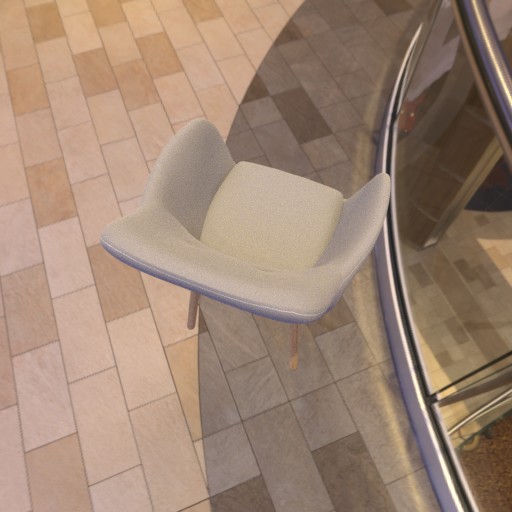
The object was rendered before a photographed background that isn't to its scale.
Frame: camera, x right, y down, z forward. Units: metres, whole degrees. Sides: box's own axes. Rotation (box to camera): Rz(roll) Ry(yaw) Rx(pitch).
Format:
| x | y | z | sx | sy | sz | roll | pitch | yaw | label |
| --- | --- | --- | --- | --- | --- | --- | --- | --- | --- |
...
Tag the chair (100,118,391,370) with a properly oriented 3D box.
| x | y | z | sx | sy | sz | roll | pitch | yaw | label |
| --- | --- | --- | --- | --- | --- | --- | --- | --- | --- |
| 0.000 | 0.000 | 1.232 | 0.570 | 0.830 | 0.590 | 19 | 64 | 10 | chair |
